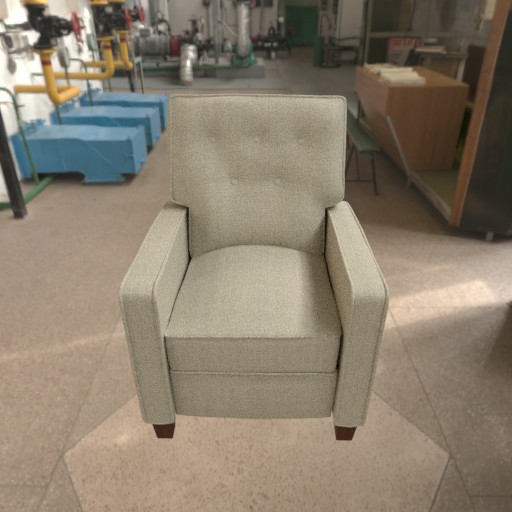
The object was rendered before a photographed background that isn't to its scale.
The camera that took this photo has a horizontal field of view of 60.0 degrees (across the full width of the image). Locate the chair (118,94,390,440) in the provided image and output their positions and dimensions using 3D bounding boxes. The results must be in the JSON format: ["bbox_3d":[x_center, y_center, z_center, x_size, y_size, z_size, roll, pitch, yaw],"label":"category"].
[{"bbox_3d":[0.000,0.000,1.401,0.648,0.888,0.754,1,30,1],"label":"chair"}]
